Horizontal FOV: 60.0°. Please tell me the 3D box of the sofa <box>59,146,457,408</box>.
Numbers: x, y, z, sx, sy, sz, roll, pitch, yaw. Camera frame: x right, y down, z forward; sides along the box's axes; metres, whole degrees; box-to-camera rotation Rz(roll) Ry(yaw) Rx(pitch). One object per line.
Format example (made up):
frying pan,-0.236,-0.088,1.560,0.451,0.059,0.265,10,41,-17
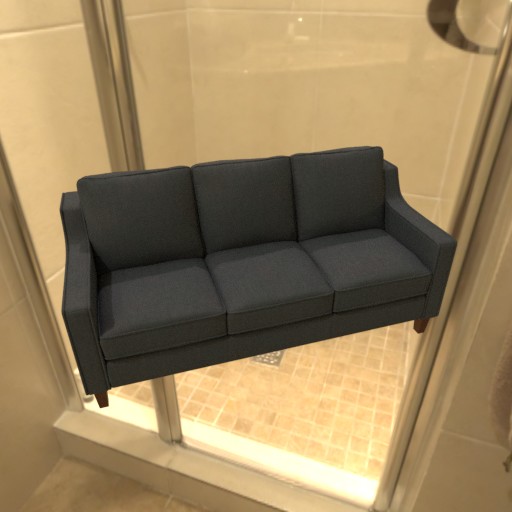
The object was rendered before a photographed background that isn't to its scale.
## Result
sofa,0.000,0.000,2.541,1.986,0.974,0.911,-9,33,-15
